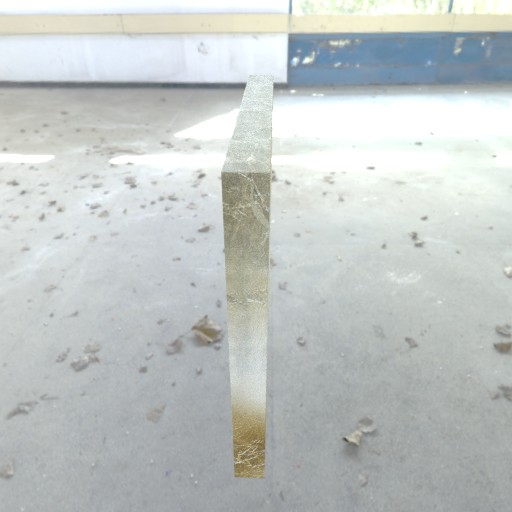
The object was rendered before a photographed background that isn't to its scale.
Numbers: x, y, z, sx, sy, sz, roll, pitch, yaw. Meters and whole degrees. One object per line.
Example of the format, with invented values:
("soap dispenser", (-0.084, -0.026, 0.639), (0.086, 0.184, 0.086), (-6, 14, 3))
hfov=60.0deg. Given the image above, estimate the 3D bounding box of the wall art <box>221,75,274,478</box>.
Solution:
("wall art", (0.000, 0.000, 0.623), (0.038, 0.407, 0.405), (1, 32, 2))
